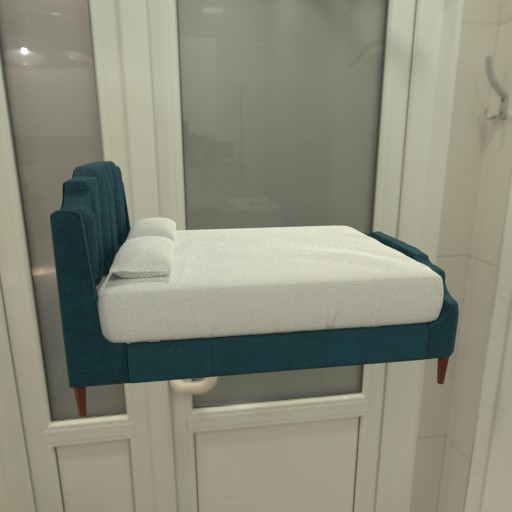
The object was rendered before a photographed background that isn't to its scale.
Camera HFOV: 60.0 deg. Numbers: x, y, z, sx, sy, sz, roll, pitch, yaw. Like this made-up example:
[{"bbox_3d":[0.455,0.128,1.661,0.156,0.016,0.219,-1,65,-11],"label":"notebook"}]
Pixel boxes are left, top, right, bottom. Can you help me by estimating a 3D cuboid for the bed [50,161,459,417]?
[{"bbox_3d":[0.000,0.000,3.252,2.322,1.351,1.676,-2,15,-9],"label":"bed"}]
